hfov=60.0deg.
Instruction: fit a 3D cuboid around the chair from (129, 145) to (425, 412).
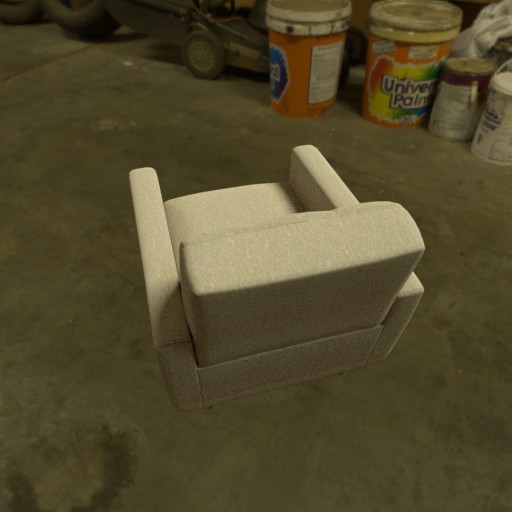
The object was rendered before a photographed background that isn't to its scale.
[{"bbox_3d":[0.000,0.000,1.808,0.897,0.965,1.128,-11,43,-12],"label":"chair"}]
